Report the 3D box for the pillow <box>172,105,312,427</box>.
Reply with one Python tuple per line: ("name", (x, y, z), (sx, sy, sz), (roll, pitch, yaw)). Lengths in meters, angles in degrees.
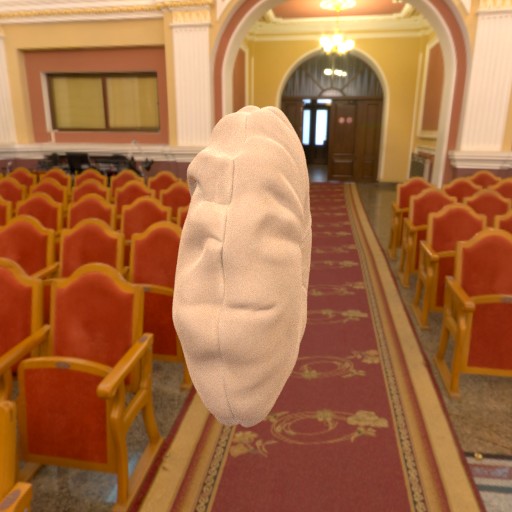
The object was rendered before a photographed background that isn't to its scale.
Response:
("pillow", (0.000, 0.000, 0.634), (0.148, 0.407, 0.428), (3, 16, 9))
